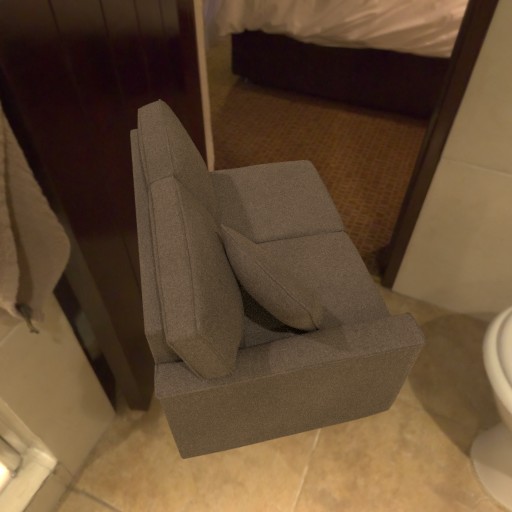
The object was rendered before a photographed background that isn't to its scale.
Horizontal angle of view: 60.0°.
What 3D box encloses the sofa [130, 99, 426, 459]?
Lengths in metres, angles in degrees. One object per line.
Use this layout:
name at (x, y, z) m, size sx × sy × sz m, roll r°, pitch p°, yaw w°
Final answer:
sofa at (0.000, 0.000, 2.083) m, size 0.991 × 0.989 × 1.388 m, roll -10°, pitch 48°, yaw -9°
